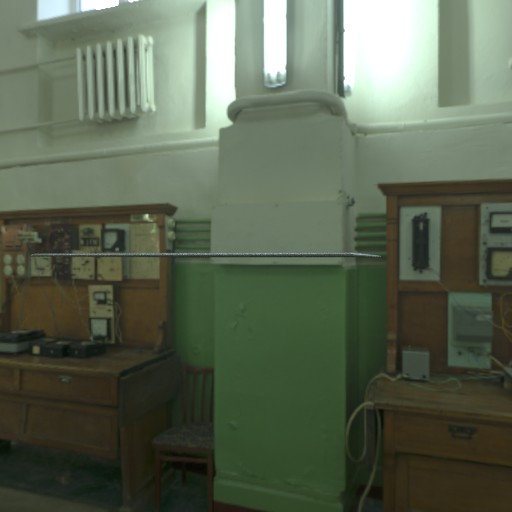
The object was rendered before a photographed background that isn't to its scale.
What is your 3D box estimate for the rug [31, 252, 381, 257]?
[{"bbox_3d":[0.000,0.000,3.559,1.819,0.018,2.746,0,0,18],"label":"rug"}]
